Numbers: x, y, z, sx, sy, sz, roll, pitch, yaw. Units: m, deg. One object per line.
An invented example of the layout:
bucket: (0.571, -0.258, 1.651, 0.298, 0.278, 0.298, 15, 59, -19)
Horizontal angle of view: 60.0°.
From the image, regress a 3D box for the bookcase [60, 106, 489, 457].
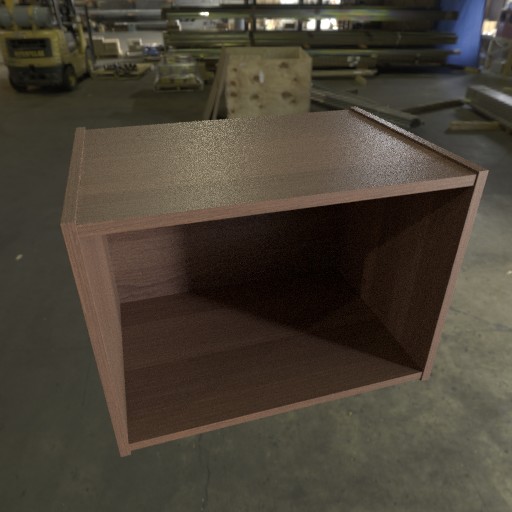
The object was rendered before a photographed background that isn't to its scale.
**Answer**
bookcase: (0.000, 0.000, 0.604, 0.415, 0.305, 0.290, -9, 33, -14)
